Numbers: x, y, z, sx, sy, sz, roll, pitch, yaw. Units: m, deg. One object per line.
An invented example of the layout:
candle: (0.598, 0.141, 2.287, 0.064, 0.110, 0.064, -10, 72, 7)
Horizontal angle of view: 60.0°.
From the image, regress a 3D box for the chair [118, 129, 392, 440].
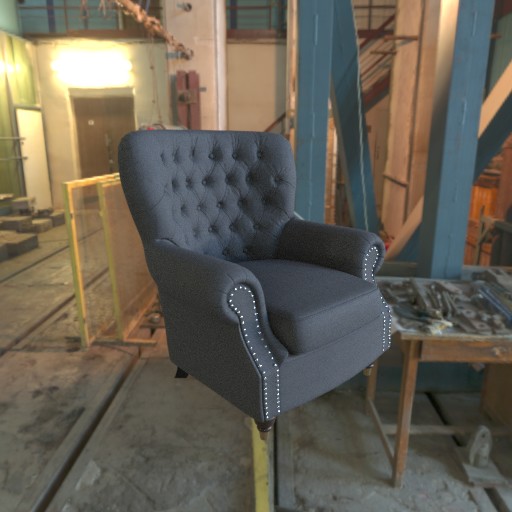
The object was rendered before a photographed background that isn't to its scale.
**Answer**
chair: (0.000, 0.000, 1.890, 0.983, 1.046, 0.983, -14, 20, -41)
